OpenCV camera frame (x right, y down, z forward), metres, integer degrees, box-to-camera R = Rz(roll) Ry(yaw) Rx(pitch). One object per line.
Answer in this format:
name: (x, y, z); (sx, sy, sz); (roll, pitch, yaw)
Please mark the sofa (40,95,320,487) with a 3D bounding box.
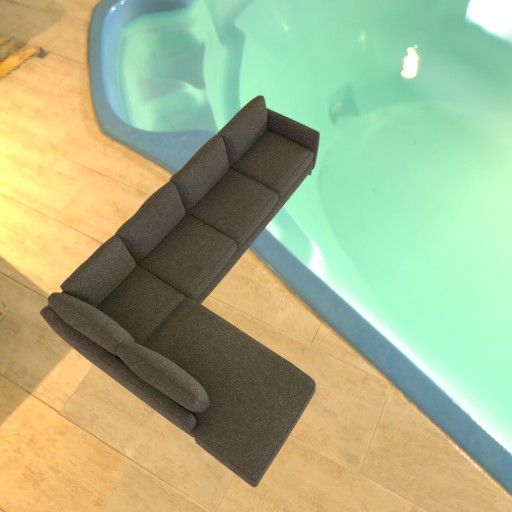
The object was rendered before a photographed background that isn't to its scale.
sofa: (0.000, 0.000, 3.834); (2.007, 0.815, 2.949); (30, 62, 17)
